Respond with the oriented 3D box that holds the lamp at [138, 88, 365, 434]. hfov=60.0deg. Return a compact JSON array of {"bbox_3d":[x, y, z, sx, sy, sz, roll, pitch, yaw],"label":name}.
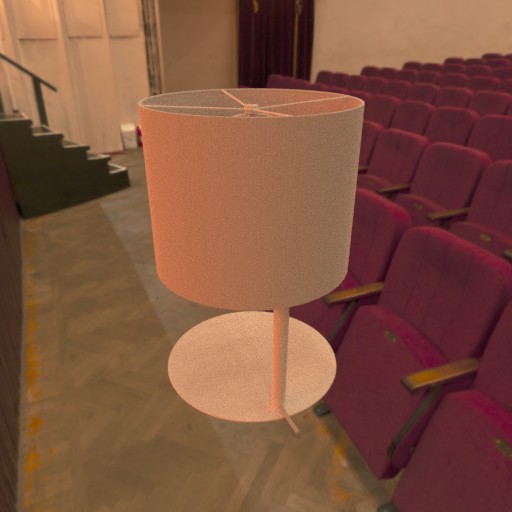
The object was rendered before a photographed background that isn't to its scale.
[{"bbox_3d":[0.000,0.000,0.684,0.299,0.454,0.341,-9,27,-17],"label":"lamp"}]
